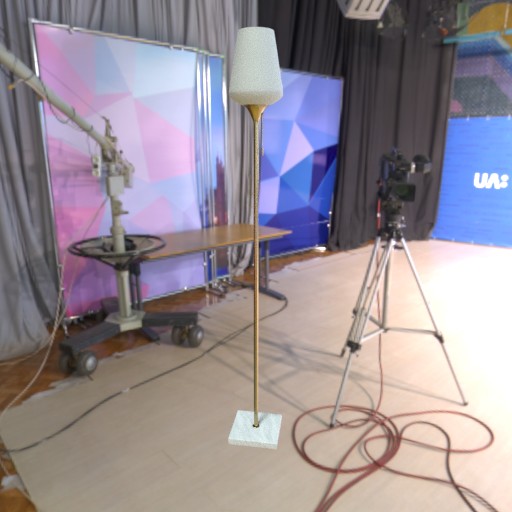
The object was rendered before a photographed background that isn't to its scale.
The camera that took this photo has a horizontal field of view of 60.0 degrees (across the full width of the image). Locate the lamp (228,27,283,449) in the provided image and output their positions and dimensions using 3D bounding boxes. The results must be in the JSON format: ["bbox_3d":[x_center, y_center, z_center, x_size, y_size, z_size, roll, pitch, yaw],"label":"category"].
[{"bbox_3d":[0.000,0.000,1.964,0.232,1.813,0.229,3,16,9],"label":"lamp"}]
